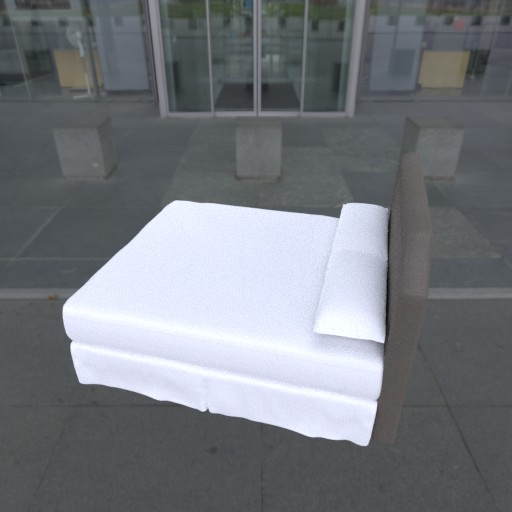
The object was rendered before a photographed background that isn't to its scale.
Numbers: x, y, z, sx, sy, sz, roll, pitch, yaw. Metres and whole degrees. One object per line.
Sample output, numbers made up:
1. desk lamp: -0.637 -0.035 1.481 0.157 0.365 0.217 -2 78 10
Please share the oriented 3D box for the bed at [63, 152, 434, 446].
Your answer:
1. bed: 0.000 0.000 3.839 2.536 1.561 2.194 8 31 13
